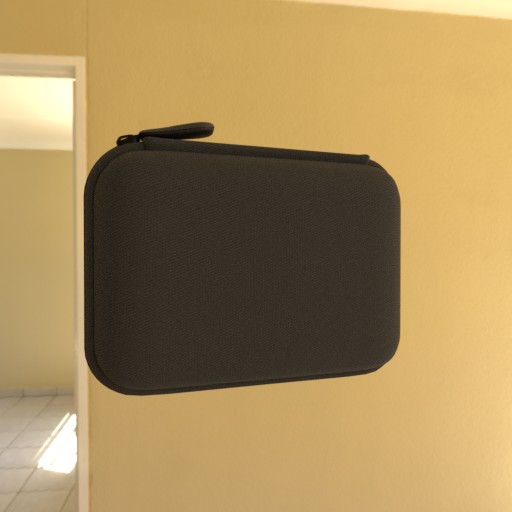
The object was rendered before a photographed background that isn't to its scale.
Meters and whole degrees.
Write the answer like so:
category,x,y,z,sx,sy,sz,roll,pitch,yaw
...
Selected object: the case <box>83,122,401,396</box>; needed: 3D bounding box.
category,x,y,z,sx,sy,sz,roll,pitch,yaw
case,0.000,0.000,0.182,0.132,0.105,0.038,0,1,-18
